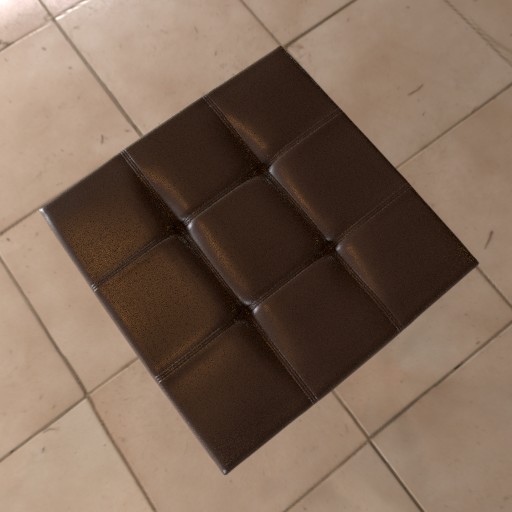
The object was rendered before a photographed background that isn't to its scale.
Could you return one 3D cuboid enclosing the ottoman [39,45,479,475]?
[{"bbox_3d":[0.000,0.000,1.288,0.787,0.460,0.788,-37,79,-8],"label":"ottoman"}]
